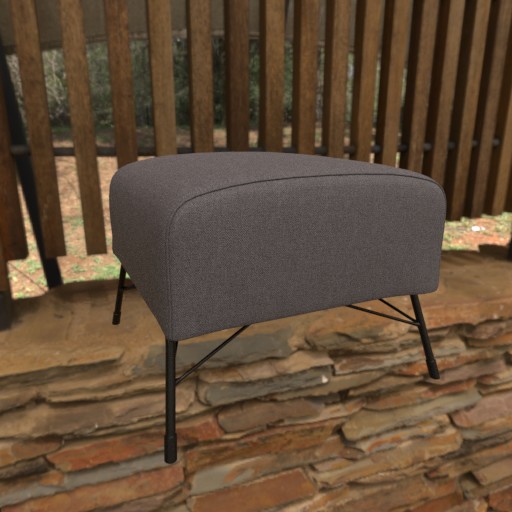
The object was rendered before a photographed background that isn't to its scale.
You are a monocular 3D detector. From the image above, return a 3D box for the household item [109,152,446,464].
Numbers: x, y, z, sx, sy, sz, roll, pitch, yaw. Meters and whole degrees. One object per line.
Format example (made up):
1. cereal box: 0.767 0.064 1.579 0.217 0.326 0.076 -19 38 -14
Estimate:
1. household item: 0.000 0.000 0.904 0.530 0.410 0.530 -7 17 -24
